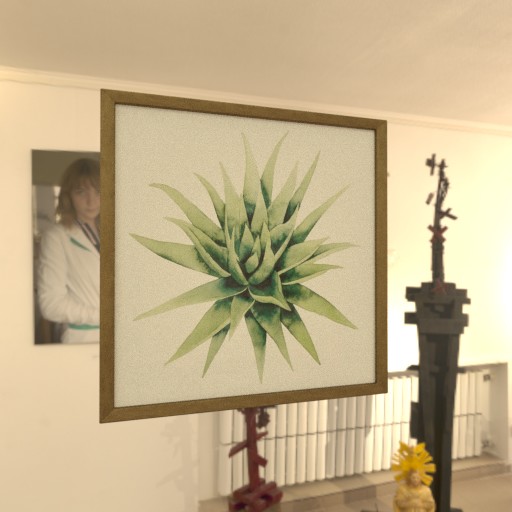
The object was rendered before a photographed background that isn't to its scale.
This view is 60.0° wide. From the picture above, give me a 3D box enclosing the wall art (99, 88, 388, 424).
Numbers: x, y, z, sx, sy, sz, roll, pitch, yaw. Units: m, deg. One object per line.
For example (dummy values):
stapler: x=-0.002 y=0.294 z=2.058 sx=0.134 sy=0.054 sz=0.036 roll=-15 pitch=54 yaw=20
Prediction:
wall art: x=0.000 y=0.000 z=0.759 sx=0.503 sy=0.506 sz=0.030 roll=0 pitch=-1 yaw=-18
